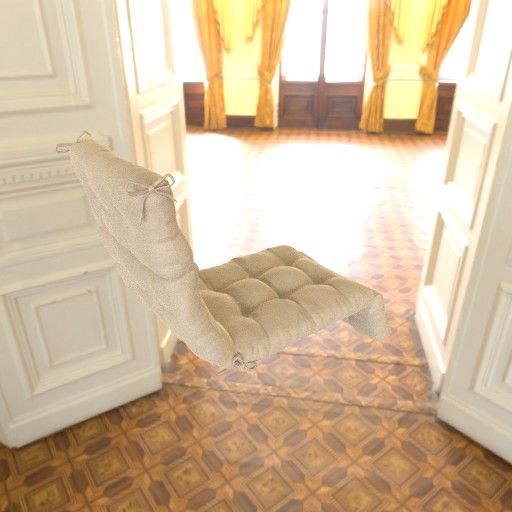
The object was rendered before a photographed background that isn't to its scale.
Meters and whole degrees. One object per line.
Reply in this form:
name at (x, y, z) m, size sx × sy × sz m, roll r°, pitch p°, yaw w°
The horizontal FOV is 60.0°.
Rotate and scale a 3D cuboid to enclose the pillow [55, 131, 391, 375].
pillow at (0.000, 0.000, 1.492) m, size 1.016 × 0.863 × 0.526 m, roll -19°, pitch 33°, yaw -32°
